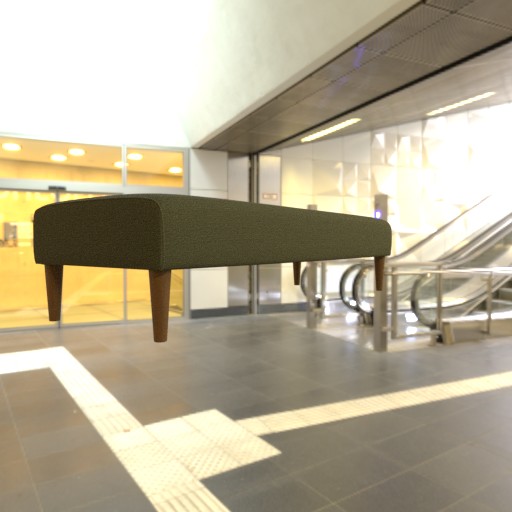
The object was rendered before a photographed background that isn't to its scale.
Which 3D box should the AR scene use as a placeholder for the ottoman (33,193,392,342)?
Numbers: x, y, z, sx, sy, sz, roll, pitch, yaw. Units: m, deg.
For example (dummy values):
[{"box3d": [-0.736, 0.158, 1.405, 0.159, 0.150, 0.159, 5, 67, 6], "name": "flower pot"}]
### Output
[{"box3d": [0.000, 0.000, 1.890, 0.646, 0.393, 1.609, 1, 2, 37], "name": "ottoman"}]
